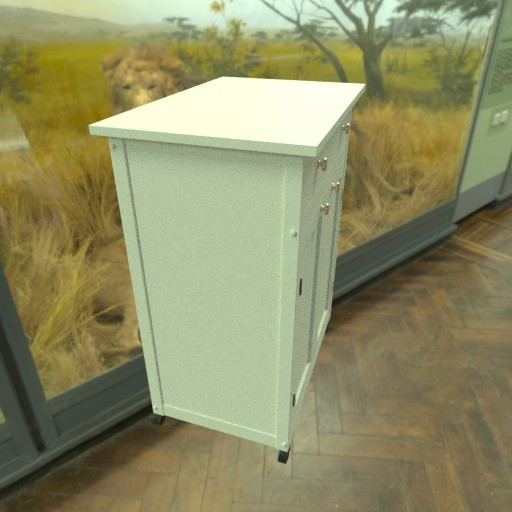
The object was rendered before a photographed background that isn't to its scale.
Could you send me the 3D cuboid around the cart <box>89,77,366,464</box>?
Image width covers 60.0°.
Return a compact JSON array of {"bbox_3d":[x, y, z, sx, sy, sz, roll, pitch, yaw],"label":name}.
[{"bbox_3d":[0.000,0.000,1.278,0.442,0.864,0.683,10,31,16],"label":"cart"}]
